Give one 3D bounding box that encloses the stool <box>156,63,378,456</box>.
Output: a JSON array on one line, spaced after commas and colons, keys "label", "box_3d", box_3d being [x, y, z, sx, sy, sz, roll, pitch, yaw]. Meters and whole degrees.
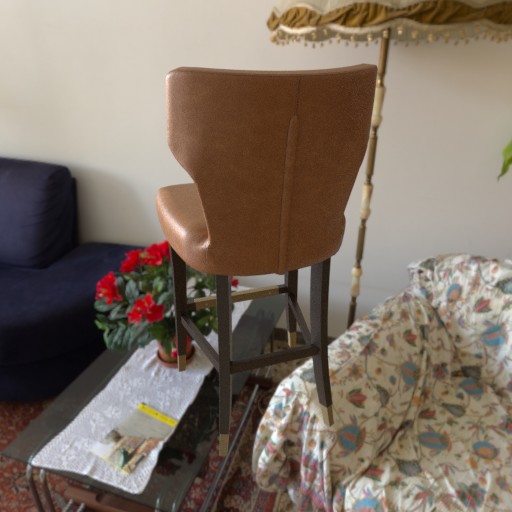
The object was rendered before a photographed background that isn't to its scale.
[{"label": "stool", "box_3d": [0.000, 0.000, 1.360, 0.526, 1.092, 0.563, -9, 27, -17]}]
